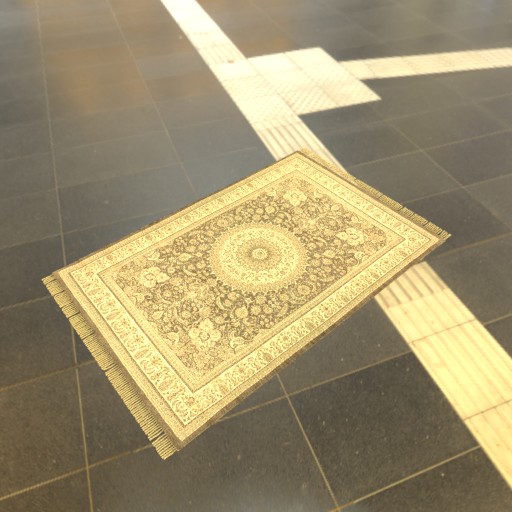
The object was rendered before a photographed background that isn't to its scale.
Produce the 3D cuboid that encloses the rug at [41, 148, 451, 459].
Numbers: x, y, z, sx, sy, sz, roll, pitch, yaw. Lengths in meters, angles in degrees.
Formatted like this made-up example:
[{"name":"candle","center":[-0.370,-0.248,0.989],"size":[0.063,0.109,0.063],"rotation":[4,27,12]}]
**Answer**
[{"name":"rug","center":[0.000,0.000,4.307],"size":[3.422,0.015,2.143],"rotation":[-31,54,-27]}]
